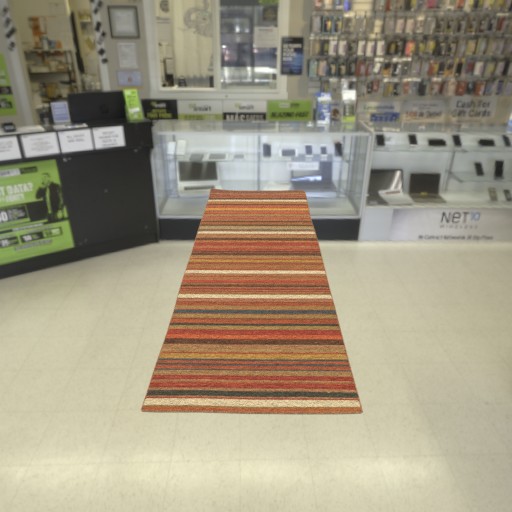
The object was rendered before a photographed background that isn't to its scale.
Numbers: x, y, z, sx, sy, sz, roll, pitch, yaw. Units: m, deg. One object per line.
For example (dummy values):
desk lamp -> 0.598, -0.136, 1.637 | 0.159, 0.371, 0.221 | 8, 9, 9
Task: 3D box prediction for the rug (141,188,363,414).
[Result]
rug -> 0.000, 0.000, 2.663 | 0.799, 0.030, 2.444 | 0, 27, 1
